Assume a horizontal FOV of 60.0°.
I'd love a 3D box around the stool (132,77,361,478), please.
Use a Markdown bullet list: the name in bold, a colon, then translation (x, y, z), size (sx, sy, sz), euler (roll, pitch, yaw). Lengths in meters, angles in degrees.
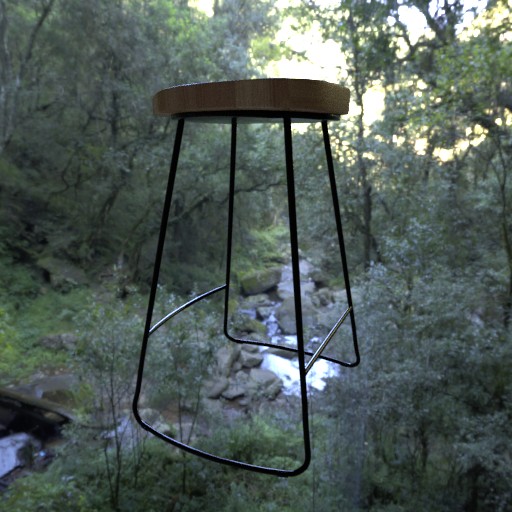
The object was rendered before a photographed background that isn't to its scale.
- **stool**: translation (0.000, 0.000, 0.958), size (0.401, 0.679, 0.480), euler (7, 17, 24)
